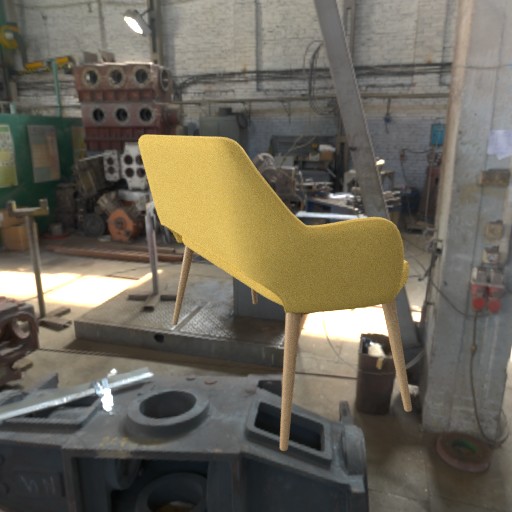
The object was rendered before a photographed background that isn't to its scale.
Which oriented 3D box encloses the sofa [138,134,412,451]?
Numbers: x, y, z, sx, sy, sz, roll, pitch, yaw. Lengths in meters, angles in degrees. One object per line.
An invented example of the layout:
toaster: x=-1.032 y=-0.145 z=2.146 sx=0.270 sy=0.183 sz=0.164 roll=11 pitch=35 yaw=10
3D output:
sofa: x=0.000 y=0.000 z=1.596 sx=0.610 sy=0.840 sz=1.150 roll=-8 pitch=18 yaw=-27
